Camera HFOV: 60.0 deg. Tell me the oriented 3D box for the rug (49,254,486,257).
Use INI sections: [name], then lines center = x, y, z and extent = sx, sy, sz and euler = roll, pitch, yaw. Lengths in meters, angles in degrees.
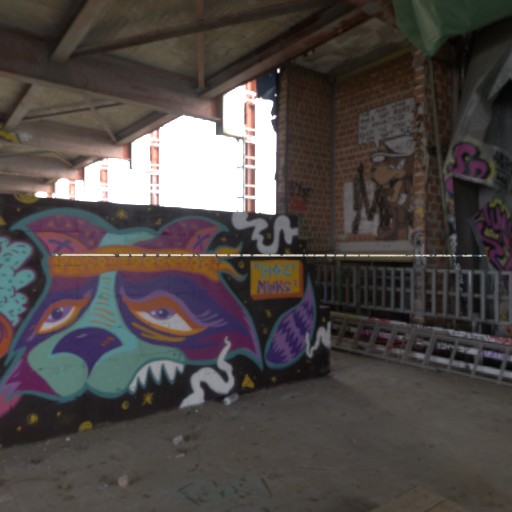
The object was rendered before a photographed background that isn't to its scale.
[rug]
center = 0.000, 0.000, 2.341
extent = 1.828, 0.007, 1.220
euler = 0, 0, -17
